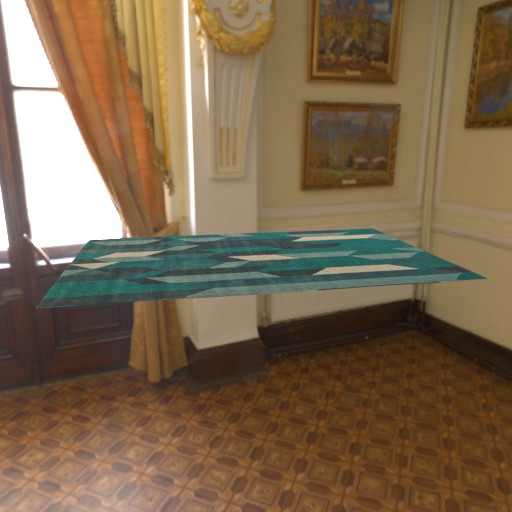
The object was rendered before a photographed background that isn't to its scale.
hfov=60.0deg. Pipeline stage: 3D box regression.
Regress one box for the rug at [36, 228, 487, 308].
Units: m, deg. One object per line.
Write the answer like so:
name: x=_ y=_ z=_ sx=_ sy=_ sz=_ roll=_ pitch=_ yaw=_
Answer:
rug: x=0.000 y=0.000 z=3.044 sx=2.420 sy=0.005 sz=1.528 roll=-3 pitch=15 yaw=-11
